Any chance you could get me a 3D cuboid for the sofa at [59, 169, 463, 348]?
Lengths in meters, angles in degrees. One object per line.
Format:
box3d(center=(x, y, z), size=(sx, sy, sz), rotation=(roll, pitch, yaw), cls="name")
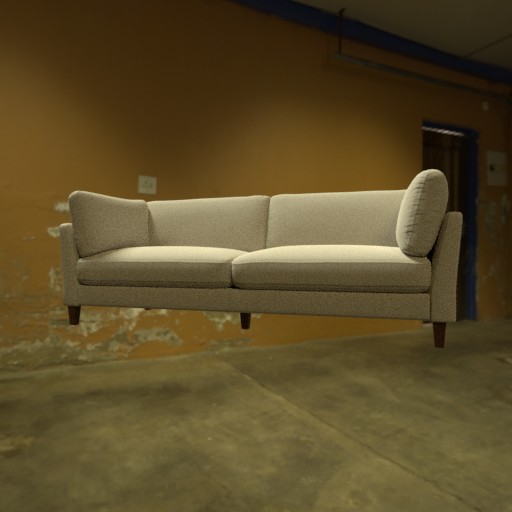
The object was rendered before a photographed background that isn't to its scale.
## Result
box3d(center=(0.000, 0.000, 2.815), size=(2.301, 0.863, 0.957), rotation=(0, 0, 19), cls="sofa")
